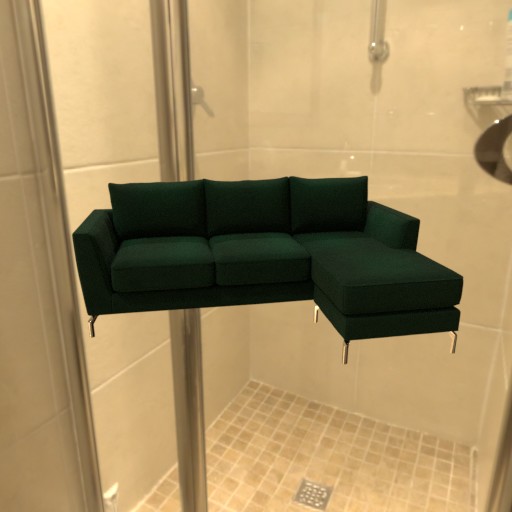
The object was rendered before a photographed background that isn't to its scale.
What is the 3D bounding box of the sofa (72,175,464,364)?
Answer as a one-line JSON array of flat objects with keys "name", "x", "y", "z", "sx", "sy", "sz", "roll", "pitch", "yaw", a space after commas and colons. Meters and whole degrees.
[{"name": "sofa", "x": 0.000, "y": 0.000, "z": 3.205, "sx": 2.441, "sy": 1.007, "sz": 1.489, "roll": -3, "pitch": 17, "yaw": -10}]
